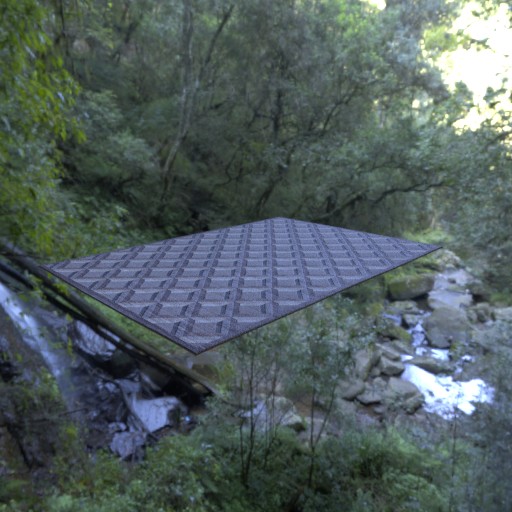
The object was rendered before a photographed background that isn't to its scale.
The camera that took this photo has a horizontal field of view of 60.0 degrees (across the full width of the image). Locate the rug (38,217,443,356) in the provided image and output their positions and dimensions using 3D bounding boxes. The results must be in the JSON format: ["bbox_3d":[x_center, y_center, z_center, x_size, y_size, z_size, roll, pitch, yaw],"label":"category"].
[{"bbox_3d":[0.000,0.000,2.985,1.600,0.013,2.260,15,22,43],"label":"rug"}]
